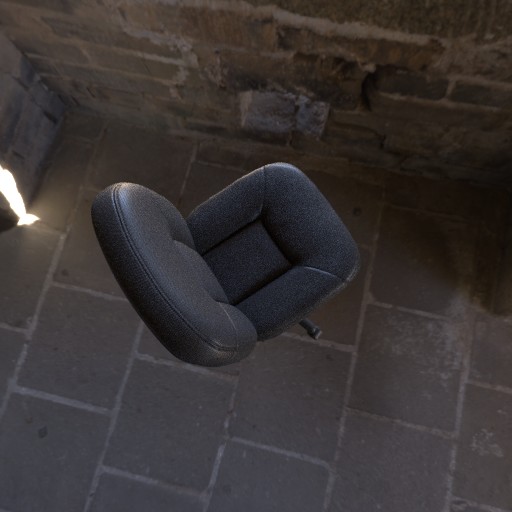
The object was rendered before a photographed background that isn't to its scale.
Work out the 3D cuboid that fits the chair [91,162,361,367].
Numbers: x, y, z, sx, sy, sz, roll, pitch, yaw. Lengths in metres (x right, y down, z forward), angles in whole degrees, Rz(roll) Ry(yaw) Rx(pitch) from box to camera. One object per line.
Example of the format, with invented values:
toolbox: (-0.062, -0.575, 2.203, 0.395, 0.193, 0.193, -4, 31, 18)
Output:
chair: (0.000, 0.000, 1.363, 0.646, 0.959, 0.647, -33, 78, -8)
